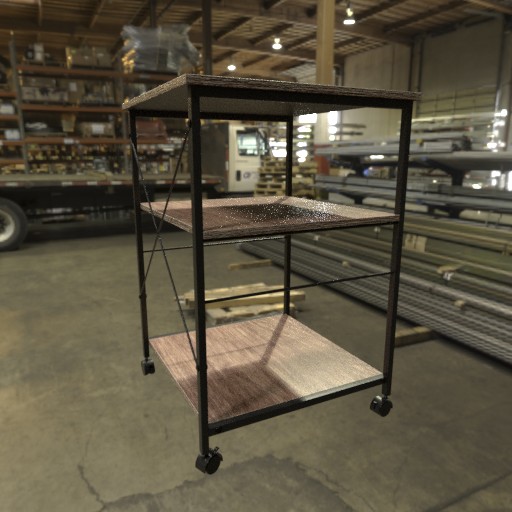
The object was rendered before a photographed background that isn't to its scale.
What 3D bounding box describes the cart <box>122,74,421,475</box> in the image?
[{"bbox_3d":[0.000,0.000,1.134,0.520,0.762,0.521,-7,15,-26],"label":"cart"}]
